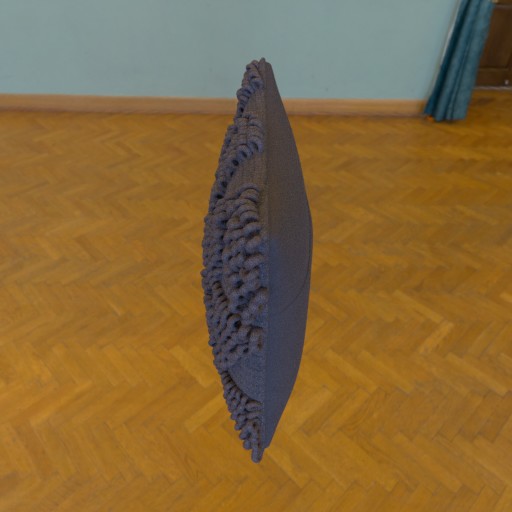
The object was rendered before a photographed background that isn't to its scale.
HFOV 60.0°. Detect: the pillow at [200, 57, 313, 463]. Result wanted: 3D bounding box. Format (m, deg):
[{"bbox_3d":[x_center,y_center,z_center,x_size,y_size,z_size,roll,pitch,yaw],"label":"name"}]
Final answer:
[{"bbox_3d":[0.000,0.000,0.709,0.172,0.467,0.470,0,42,0],"label":"pillow"}]
